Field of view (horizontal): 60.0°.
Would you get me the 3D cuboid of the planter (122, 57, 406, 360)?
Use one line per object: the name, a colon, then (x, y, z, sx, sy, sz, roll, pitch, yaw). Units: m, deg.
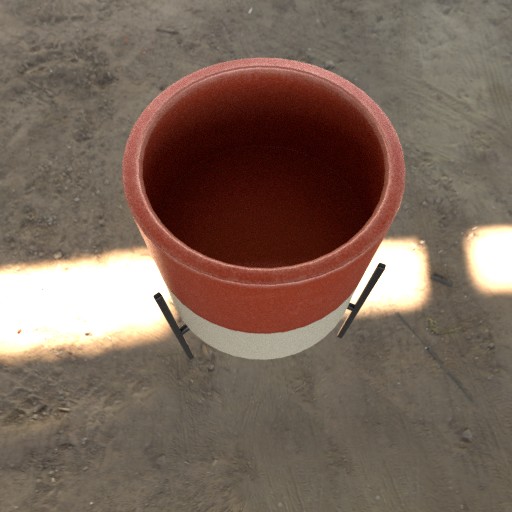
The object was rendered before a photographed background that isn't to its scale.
planter: (0.000, 0.000, 0.520, 0.251, 0.354, 0.235, -36, 69, -16)
